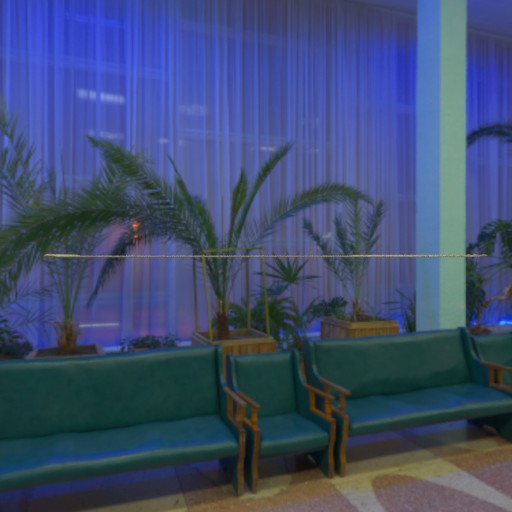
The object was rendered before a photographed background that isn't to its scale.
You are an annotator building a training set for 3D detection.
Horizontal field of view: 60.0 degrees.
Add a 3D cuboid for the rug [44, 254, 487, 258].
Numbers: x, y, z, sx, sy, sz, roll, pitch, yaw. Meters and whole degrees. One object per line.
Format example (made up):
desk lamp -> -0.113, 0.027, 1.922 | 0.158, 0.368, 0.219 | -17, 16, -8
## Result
rug -> 0.000, 0.000, 3.003 | 2.435, 0.018, 1.540 | 0, 0, -18
